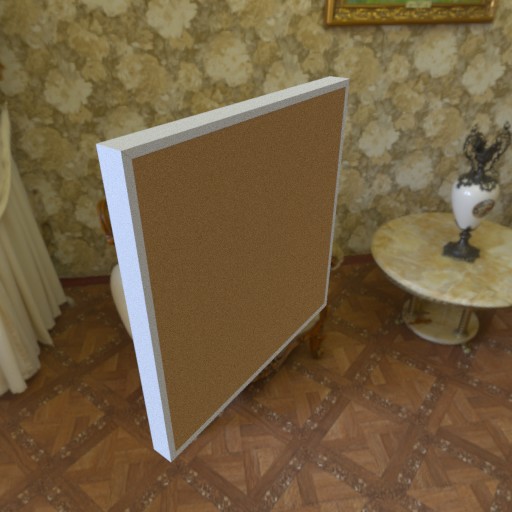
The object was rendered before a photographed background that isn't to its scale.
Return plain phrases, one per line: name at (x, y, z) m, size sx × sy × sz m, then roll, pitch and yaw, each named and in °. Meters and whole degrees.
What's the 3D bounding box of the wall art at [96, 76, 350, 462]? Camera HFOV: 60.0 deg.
wall art at (0.000, 0.000, 0.455) m, size 0.024 × 0.304 × 0.304 m, roll 21°, pitch 37°, yaw 31°
